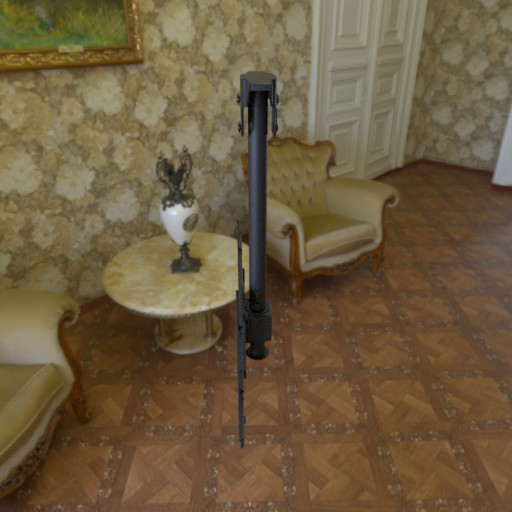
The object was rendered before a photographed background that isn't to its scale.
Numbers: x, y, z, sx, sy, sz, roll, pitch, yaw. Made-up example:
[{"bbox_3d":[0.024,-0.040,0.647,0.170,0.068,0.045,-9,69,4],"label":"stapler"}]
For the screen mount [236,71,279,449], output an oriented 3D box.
[{"bbox_3d":[0.000,0.000,1.027,0.090,0.775,0.595,-1,27,-2],"label":"screen mount"}]
